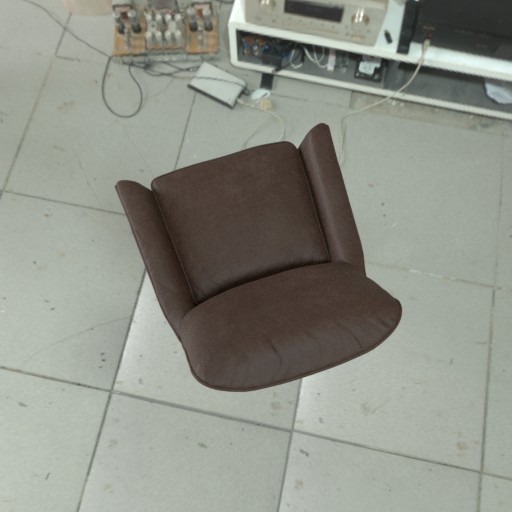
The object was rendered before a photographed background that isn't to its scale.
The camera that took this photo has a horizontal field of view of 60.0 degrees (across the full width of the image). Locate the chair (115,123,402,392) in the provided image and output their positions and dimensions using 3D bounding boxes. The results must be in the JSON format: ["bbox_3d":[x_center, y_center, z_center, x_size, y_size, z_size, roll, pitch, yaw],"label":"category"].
[{"bbox_3d":[0.000,0.000,1.505,0.787,0.888,0.824,-17,75,-5],"label":"chair"}]
